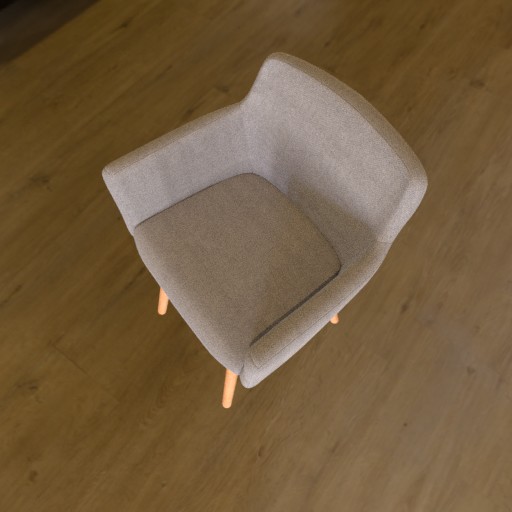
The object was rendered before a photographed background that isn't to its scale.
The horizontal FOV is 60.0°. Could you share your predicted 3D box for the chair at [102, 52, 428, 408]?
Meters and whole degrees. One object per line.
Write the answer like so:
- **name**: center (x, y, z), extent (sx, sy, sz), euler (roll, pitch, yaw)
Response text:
- **chair**: center (0.000, 0.000, 1.151), extent (0.540, 0.780, 0.570), euler (-34, 67, -17)
